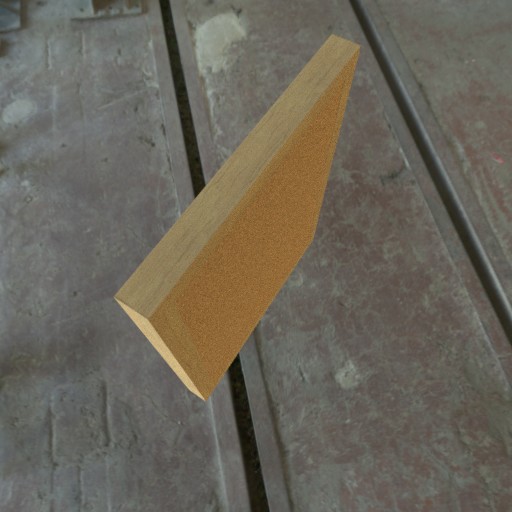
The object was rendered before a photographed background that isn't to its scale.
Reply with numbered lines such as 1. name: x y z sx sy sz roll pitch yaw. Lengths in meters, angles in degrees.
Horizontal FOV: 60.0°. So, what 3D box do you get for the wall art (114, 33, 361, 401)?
1. wall art: 0.000 0.000 0.525 0.030 0.380 0.312 30 68 14
